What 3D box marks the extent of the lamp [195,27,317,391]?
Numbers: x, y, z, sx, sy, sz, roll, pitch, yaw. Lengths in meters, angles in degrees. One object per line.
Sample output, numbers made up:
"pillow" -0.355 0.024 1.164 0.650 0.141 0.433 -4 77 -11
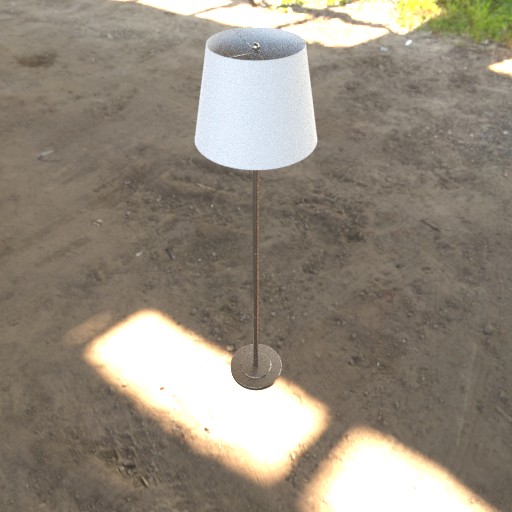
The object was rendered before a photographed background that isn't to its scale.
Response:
"lamp" 0.000 0.000 1.619 0.355 1.473 0.355 0 43 0
